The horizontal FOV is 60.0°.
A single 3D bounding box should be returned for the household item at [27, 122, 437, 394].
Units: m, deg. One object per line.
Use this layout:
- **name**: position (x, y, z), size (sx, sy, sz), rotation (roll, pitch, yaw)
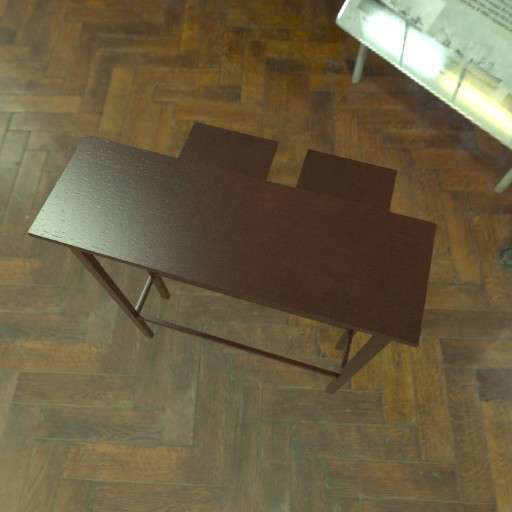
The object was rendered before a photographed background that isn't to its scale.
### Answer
- **household item**: position (0.000, 0.000, 1.599), size (0.914, 1.067, 0.676), rotation (15, 66, 7)
